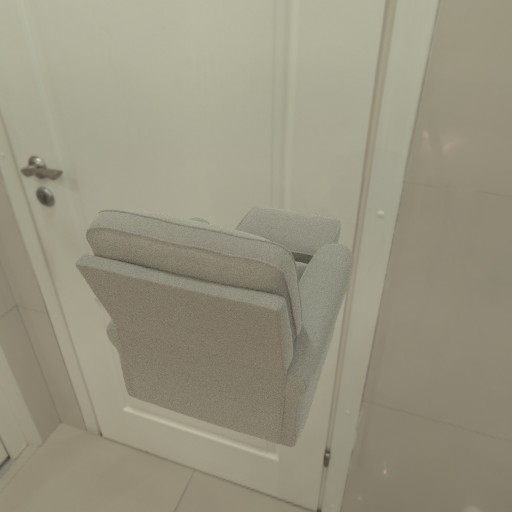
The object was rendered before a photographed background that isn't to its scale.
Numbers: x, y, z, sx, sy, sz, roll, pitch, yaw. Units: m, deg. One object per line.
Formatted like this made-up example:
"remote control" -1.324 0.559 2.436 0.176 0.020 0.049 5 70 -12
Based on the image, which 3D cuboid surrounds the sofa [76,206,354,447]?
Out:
"sofa" 0.000 0.000 2.051 0.880 0.959 1.478 11 35 17
